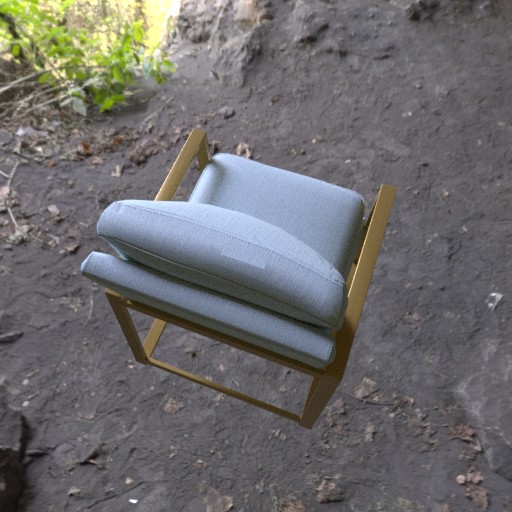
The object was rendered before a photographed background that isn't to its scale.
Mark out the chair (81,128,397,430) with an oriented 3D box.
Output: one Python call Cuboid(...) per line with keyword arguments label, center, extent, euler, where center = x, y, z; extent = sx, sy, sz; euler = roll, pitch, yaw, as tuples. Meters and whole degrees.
Cuboid(label="chair", center=(0.000, 0.000, 1.514), extent=(0.758, 0.956, 0.813), euler=(19, 65, 9))
